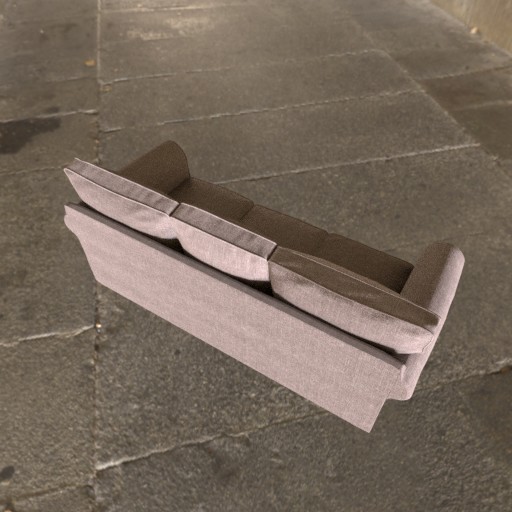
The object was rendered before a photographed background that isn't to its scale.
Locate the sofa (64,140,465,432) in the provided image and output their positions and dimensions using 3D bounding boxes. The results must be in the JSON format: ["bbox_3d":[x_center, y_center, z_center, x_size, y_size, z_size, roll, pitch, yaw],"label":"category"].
[{"bbox_3d":[0.000,0.000,2.559,2.084,0.961,0.916,24,51,21],"label":"sofa"}]
